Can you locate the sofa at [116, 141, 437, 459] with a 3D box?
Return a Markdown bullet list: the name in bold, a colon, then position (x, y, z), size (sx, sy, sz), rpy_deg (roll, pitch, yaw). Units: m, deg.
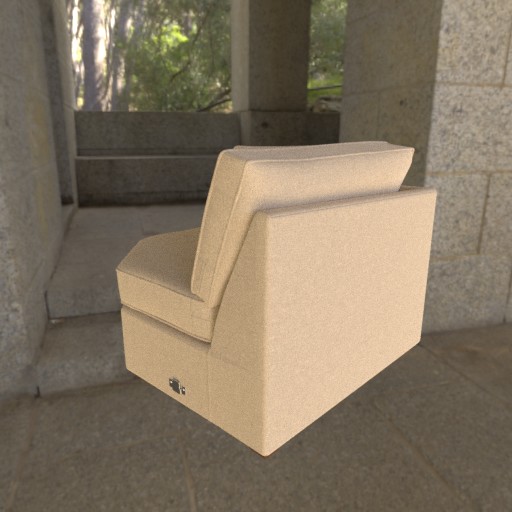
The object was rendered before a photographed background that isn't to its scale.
- **sofa**: position (0.000, 0.000, 1.857), size (1.050, 0.937, 1.042), rpy_deg (15, 22, 42)
